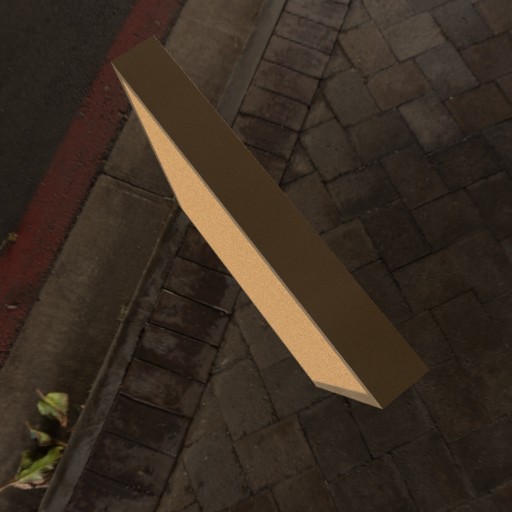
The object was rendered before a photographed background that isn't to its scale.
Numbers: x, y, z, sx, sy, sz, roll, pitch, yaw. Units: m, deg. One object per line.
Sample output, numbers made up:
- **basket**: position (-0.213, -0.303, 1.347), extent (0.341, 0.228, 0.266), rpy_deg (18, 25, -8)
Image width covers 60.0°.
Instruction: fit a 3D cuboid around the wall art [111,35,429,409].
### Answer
- **wall art**: position (0.000, 0.000, 0.447), extent (0.038, 0.303, 0.305), rpy_deg (-36, 79, -8)
